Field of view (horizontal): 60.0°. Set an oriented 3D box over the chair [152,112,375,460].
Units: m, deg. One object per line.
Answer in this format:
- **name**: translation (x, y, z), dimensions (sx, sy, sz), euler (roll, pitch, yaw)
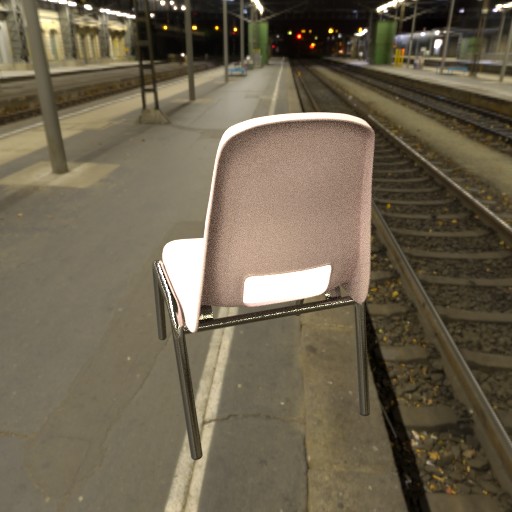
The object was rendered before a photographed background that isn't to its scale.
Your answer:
- **chair**: translation (0.000, 0.000, 0.798), dimensions (0.354, 0.537, 0.385), euler (-8, 26, -16)
